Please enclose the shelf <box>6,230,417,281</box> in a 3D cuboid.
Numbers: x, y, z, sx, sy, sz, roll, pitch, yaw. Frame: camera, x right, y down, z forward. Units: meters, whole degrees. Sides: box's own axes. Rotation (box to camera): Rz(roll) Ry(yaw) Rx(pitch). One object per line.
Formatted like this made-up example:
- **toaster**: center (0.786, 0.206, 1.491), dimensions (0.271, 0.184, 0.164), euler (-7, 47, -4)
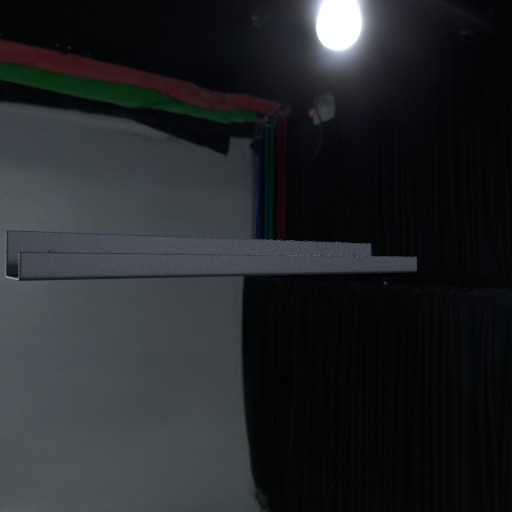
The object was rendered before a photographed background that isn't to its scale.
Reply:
- **shelf**: center (0.000, 0.000, 0.623), dimensions (0.605, 0.053, 0.102), euler (1, -1, -36)
